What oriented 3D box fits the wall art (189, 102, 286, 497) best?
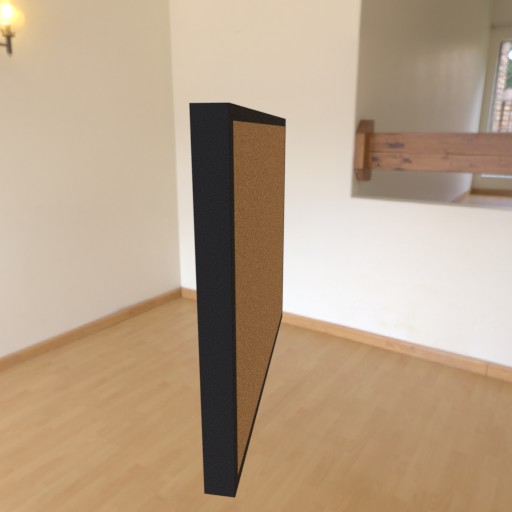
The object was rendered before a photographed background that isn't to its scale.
[{"bbox_3d":[0.000,0.000,0.532,0.028,0.325,0.397,3,16,9],"label":"wall art"}]
